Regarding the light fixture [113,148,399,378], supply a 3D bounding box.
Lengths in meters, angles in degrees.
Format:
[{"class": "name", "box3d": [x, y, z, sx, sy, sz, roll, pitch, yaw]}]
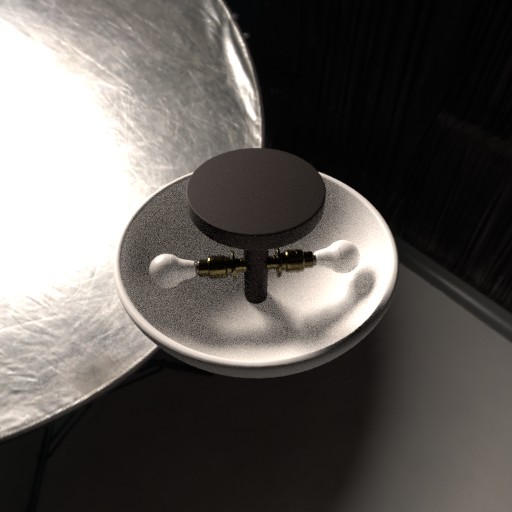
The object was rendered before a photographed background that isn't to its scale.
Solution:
[{"class": "light fixture", "box3d": [0.000, 0.000, 0.539, 0.331, 0.212, 0.331, 0, 47, 0]}]
